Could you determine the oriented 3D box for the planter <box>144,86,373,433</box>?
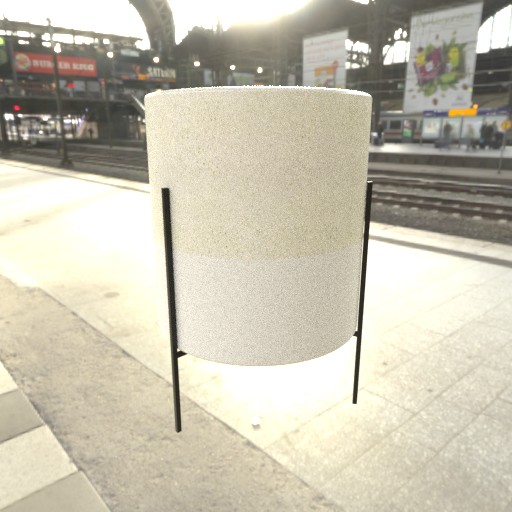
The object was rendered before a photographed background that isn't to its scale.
[{"bbox_3d":[0.000,0.000,0.710,0.333,0.483,0.324,-15,22,-42],"label":"planter"}]
